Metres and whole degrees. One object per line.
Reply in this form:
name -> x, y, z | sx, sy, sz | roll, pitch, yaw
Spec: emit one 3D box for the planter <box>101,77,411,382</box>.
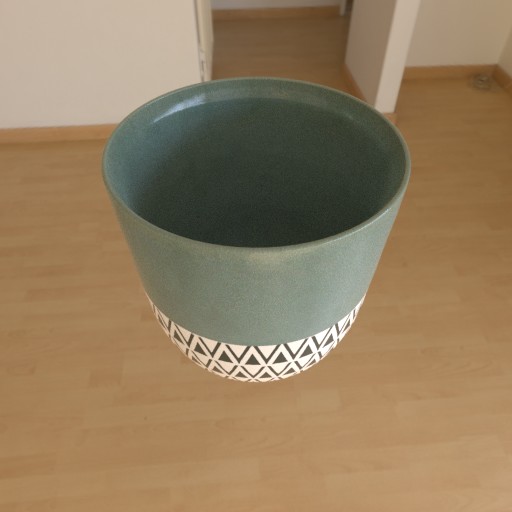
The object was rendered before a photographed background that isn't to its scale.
planter -> 0.000, 0.000, 0.368 | 0.198, 0.214, 0.198 | 0, 46, 0
